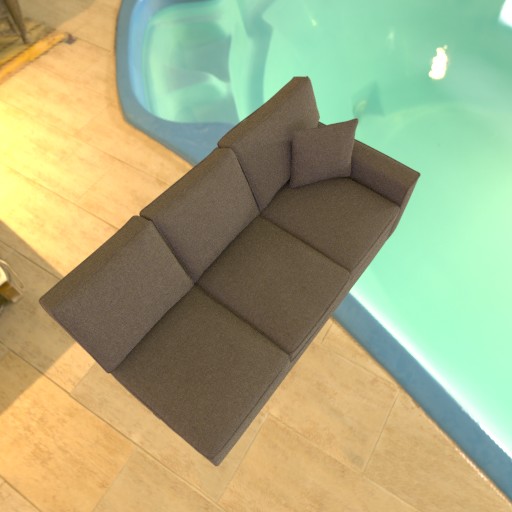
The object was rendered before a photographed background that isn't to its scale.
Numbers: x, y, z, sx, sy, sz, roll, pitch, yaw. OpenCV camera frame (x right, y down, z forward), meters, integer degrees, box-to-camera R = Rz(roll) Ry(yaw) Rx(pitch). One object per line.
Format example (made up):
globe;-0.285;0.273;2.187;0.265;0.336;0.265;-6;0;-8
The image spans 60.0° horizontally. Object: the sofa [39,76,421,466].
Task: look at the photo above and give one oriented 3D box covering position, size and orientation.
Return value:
sofa;0.000;0.000;2.526;1.034;0.946;1.963;34;64;19
